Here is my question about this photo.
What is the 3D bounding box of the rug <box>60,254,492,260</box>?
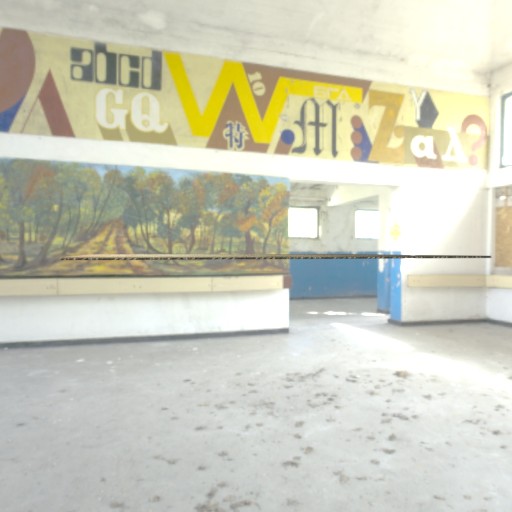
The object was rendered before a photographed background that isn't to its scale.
[{"bbox_3d":[0.000,0.000,3.884,2.902,0.017,2.305,0,1,-17],"label":"rug"}]
